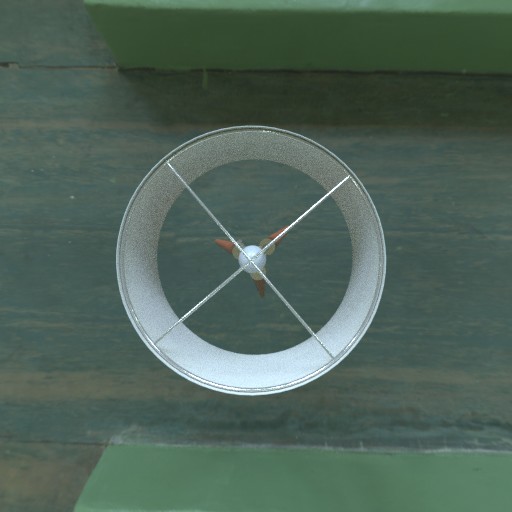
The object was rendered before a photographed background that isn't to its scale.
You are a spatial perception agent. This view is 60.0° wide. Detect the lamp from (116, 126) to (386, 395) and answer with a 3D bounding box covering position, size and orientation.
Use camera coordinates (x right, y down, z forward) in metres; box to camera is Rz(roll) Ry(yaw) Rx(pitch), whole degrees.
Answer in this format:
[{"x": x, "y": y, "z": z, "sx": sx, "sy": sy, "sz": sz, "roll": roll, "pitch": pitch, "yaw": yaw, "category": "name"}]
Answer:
[{"x": 0.000, "y": 0.000, "z": 0.935, "sx": 0.355, "sy": 0.709, "sz": 0.354, "roll": 0, "pitch": 91, "yaw": 1, "category": "lamp"}]
